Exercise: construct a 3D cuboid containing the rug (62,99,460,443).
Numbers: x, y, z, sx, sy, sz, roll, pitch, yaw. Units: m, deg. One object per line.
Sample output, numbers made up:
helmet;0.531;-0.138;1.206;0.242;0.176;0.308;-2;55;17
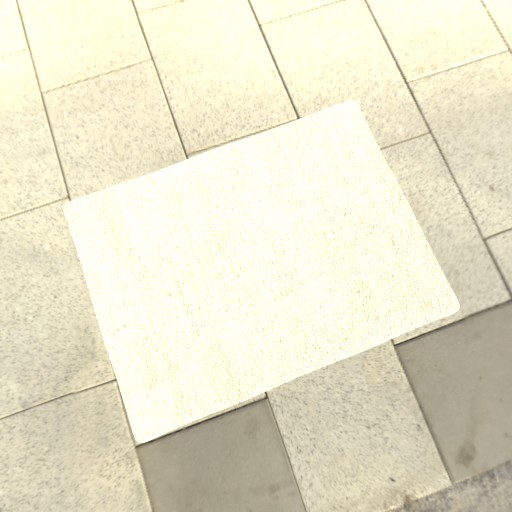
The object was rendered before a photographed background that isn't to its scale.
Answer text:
rug;0.000;0.000;2.143;1.600;0.027;1.200;-21;77;-5
